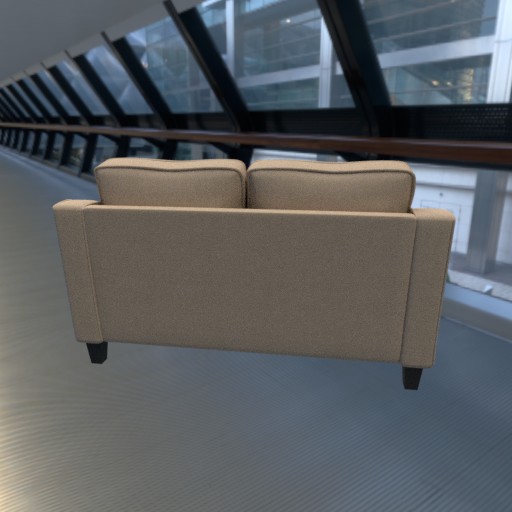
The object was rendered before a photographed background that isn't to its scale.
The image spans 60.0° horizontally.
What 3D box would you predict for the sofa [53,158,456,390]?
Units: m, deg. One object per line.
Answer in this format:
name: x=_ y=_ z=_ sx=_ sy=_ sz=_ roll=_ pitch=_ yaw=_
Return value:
sofa: x=0.000 y=0.000 z=3.548 sx=2.587 sy=1.562 sz=1.351 roll=2 pitch=16 yaw=9
